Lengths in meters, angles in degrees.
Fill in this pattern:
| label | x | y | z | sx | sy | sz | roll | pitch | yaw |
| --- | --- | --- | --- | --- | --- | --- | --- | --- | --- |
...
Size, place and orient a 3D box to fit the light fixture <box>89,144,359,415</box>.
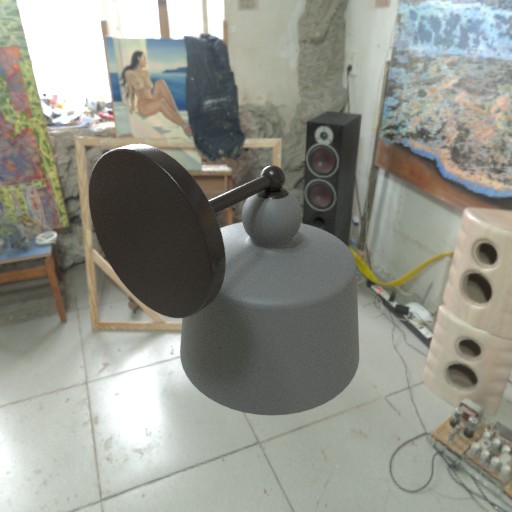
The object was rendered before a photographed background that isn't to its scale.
| label | x | y | z | sx | sy | sz | roll | pitch | yaw |
| --- | --- | --- | --- | --- | --- | --- | --- | --- | --- |
| light fixture | 0.000 | 0.000 | 0.430 | 0.204 | 0.268 | 0.254 | 21 | 36 | 32 |
